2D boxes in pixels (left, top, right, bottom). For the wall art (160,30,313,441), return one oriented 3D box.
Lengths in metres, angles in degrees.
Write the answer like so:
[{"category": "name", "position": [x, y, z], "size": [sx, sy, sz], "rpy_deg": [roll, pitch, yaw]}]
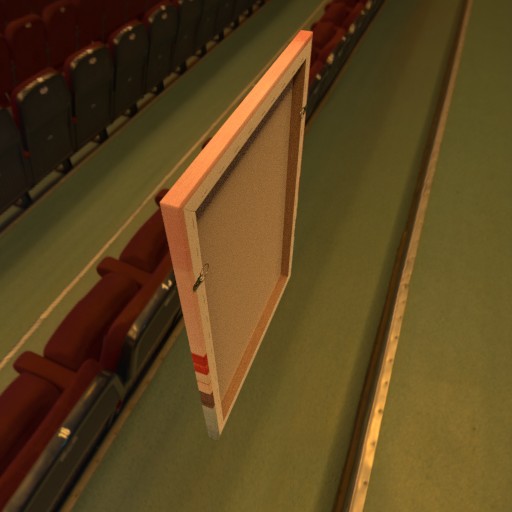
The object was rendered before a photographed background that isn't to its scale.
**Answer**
[{"category": "wall art", "position": [0.000, 0.000, 1.326], "size": [0.039, 1.016, 0.761], "rpy_deg": [16, 50, 14]}]
